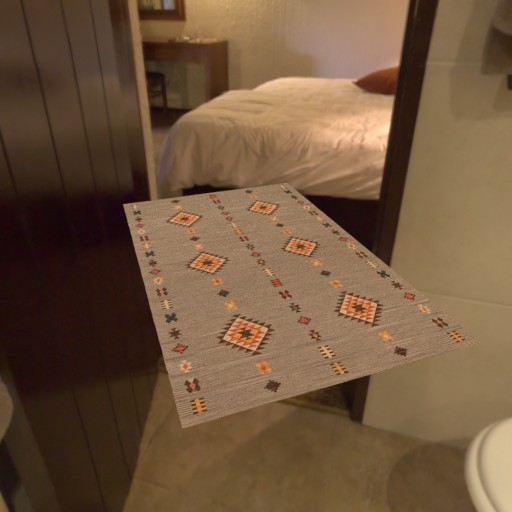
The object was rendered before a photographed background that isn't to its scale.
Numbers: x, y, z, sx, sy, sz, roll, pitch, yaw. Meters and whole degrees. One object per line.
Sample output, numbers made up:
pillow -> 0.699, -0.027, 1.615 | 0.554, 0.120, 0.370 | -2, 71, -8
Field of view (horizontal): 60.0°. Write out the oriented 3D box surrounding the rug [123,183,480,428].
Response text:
rug -> 0.000, 0.000, 2.995 | 1.515, 0.007, 2.427 | -10, 31, -17
